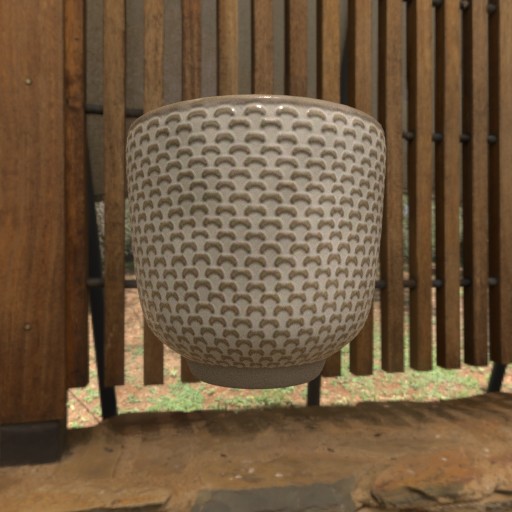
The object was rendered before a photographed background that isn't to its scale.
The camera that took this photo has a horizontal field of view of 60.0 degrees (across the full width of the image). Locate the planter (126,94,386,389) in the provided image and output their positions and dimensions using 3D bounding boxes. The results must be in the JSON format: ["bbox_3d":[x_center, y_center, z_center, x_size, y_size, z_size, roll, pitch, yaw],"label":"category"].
[{"bbox_3d":[0.000,0.000,0.305,0.173,0.160,0.173,0,-1,0],"label":"planter"}]
